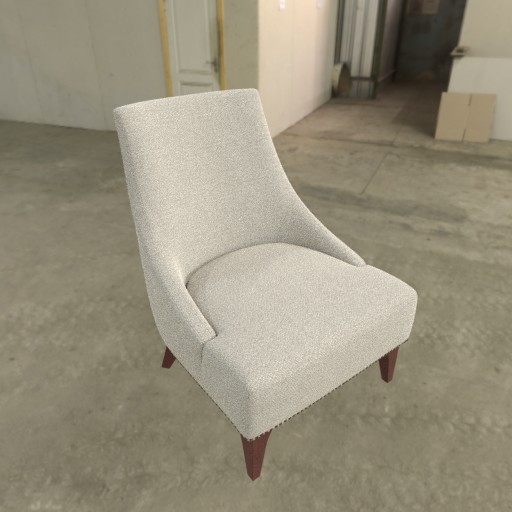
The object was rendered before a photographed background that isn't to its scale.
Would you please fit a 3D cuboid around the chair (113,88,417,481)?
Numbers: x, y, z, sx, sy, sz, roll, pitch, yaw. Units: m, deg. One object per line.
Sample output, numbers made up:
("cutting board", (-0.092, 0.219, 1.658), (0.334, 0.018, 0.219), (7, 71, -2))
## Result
("chair", (0.000, 0.000, 1.471), (0.701, 0.909, 0.861), (-21, 37, -32))
